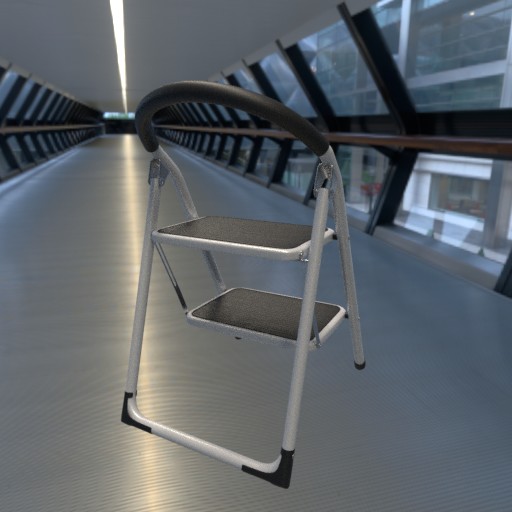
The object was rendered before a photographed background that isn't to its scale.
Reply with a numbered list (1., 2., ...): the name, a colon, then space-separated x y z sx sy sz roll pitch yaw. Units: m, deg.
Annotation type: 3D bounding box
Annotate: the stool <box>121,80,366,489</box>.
1. stool: 0.000 0.000 1.094 0.453 0.760 0.559 8 17 28
